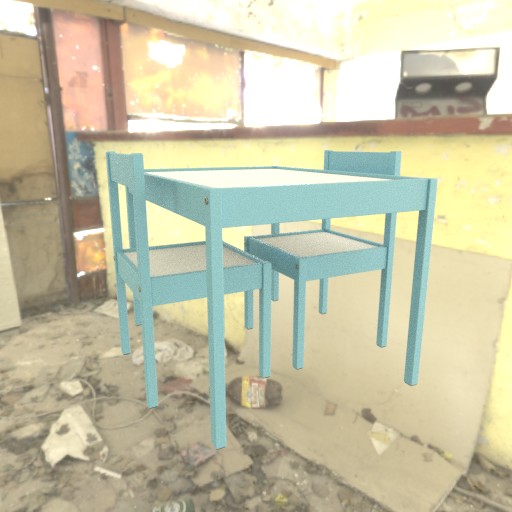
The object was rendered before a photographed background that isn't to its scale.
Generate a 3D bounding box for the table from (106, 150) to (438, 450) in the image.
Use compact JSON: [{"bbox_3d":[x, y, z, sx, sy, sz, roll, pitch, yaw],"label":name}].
[{"bbox_3d":[0.000,0.000,1.093,0.633,0.503,0.639,-7,16,-26],"label":"table"}]
